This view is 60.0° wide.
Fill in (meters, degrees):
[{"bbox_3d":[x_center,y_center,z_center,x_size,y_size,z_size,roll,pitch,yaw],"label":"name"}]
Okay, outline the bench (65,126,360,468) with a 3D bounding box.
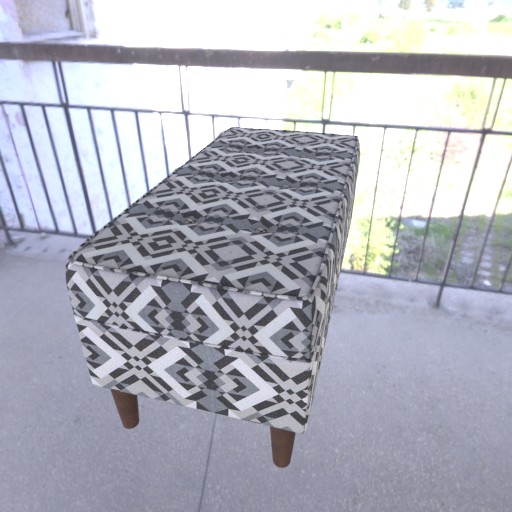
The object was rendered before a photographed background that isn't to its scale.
[{"bbox_3d":[0.000,0.000,1.290,0.492,0.477,1.016,8,32,13],"label":"bench"}]
